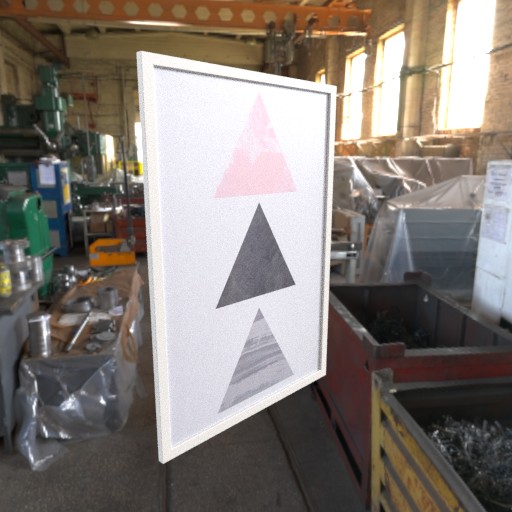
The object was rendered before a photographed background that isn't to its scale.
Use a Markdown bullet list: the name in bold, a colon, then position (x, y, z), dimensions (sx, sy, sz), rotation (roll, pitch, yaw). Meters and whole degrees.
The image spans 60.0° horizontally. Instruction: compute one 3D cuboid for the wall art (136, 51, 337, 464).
- **wall art**: position (0.000, 0.000, 0.845), dimensions (0.456, 0.656, 0.013), rotation (-12, 17, -43)
